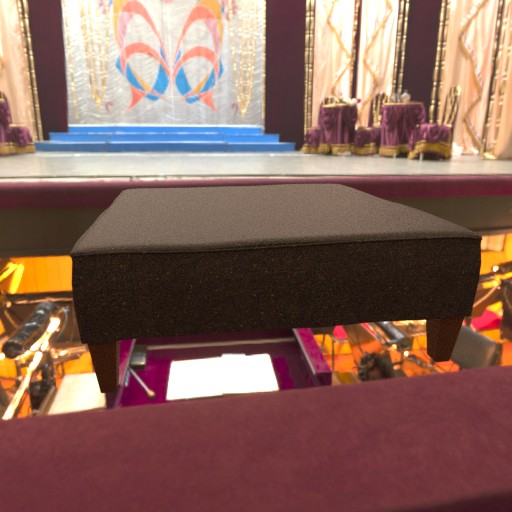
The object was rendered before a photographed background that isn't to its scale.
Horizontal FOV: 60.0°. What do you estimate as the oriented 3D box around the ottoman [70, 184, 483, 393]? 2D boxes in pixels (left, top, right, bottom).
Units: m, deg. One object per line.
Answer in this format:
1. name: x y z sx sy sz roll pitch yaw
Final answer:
1. ottoman: 0.000 0.000 1.513 0.968 0.382 1.004 -3 16 -9
